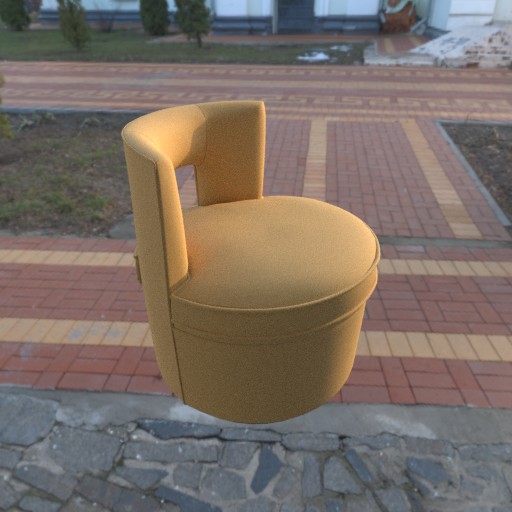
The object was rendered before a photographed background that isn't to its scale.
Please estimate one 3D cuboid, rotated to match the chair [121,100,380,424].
[{"bbox_3d":[0.000,0.000,1.236,0.665,0.723,0.650,11,32,18],"label":"chair"}]
